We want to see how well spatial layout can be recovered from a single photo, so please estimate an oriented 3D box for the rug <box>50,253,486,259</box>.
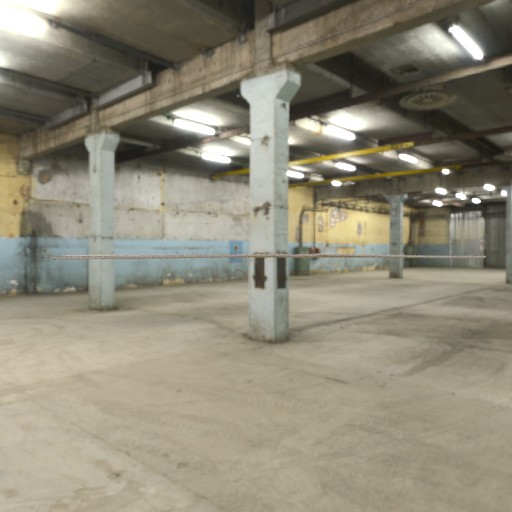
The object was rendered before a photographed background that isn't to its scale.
[{"bbox_3d":[0.000,0.000,2.236,1.792,0.021,1.154,0,0,-19],"label":"rug"}]
